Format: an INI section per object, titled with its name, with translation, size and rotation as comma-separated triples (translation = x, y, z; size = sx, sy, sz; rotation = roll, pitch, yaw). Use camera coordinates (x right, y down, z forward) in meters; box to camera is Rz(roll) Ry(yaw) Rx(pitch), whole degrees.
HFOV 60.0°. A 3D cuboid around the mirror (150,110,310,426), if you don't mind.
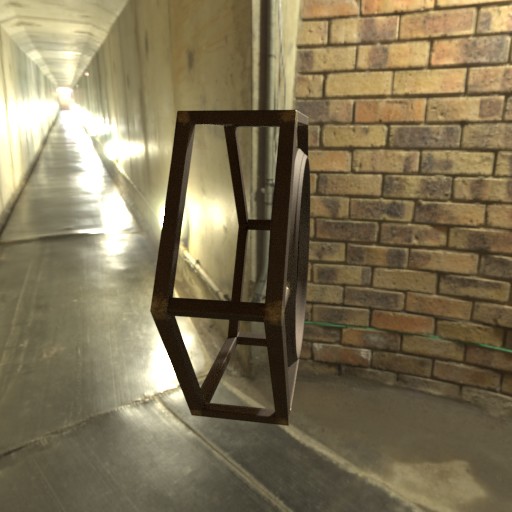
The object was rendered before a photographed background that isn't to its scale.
[mirror]
translation = 0.000, 0.000, 0.548
size = 0.119, 0.334, 0.380
rotation = 3, 16, 9
